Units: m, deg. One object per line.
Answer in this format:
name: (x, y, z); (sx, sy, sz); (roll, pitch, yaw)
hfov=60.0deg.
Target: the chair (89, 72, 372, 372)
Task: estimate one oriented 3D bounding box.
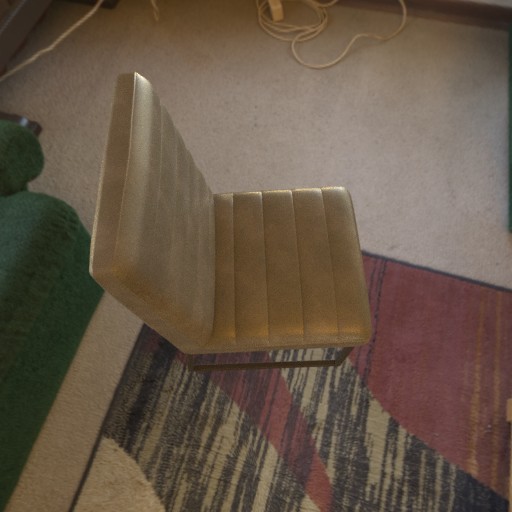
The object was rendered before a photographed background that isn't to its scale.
chair: (0.000, 0.000, 1.300); (0.634, 0.930, 0.520); (-2, 64, -1)
